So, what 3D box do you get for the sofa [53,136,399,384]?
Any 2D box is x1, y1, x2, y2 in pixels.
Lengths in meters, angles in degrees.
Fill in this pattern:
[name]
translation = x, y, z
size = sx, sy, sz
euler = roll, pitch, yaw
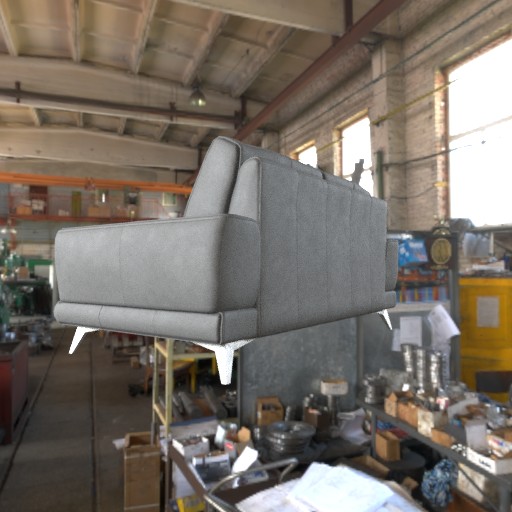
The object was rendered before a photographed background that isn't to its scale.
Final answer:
[sofa]
translation = 0.000, 0.000, 2.421
size = 1.018, 0.907, 1.806
euler = -1, -2, 36
